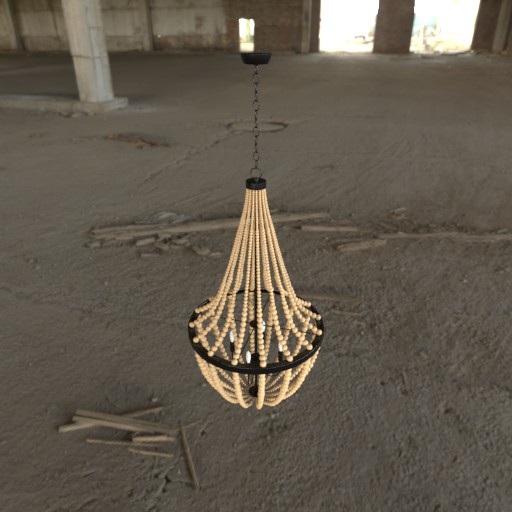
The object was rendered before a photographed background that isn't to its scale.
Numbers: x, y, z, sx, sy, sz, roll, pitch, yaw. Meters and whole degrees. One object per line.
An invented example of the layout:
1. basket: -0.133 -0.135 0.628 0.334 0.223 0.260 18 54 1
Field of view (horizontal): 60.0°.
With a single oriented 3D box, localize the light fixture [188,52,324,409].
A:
1. light fixture: 0.000 0.000 1.361 0.450 1.133 0.450 0 27 0
